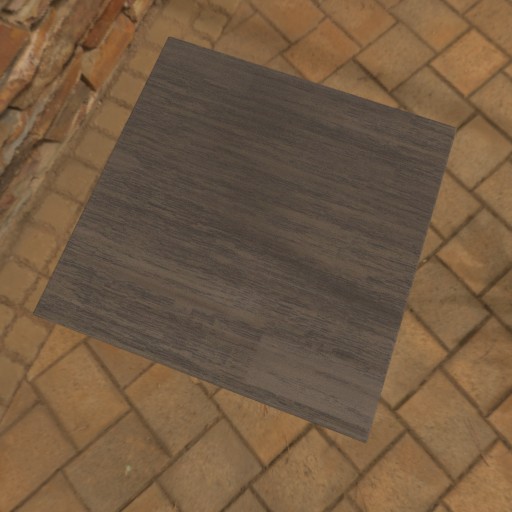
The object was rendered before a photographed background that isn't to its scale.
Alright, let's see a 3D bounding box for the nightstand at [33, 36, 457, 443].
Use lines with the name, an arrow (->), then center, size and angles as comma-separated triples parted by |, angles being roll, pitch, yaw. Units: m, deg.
nightstand -> 0.000, 0.000, 0.911 | 0.502, 0.497, 0.503 | 20, 77, 5
